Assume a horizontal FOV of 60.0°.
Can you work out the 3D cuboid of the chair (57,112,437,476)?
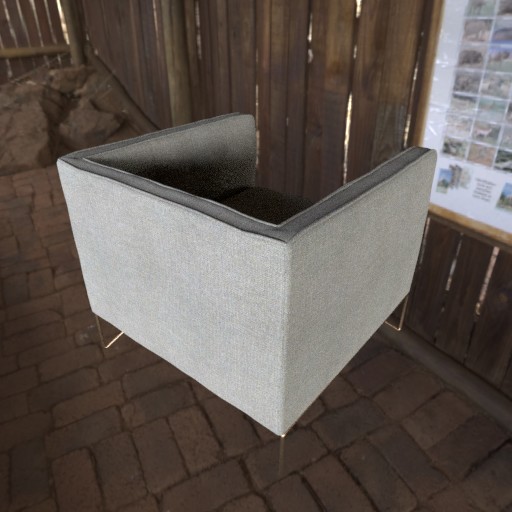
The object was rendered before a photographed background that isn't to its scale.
[{"bbox_3d":[0.000,0.000,1.636,0.920,0.799,0.912,22,37,33],"label":"chair"}]
